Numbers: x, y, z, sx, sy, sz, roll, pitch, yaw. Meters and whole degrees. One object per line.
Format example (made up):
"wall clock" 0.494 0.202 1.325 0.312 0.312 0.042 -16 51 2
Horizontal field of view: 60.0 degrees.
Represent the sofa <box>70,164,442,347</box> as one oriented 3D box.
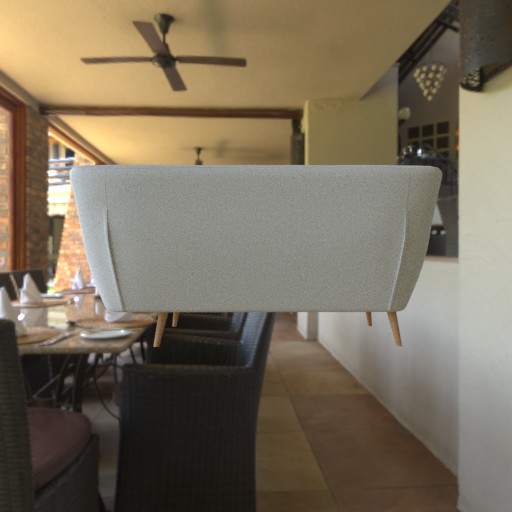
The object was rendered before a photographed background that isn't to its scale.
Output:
"sofa" 0.000 0.000 2.448 1.930 0.890 0.899 0 1 -1
